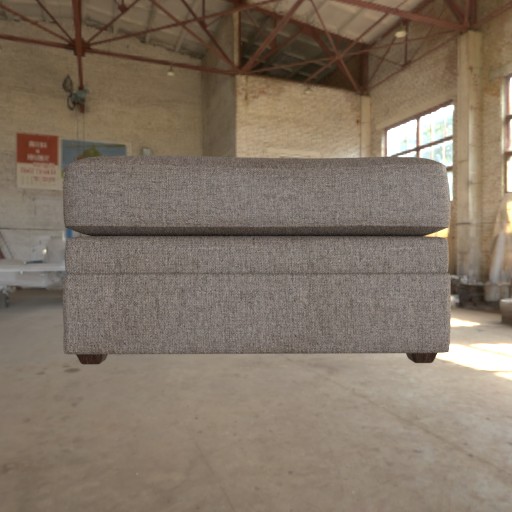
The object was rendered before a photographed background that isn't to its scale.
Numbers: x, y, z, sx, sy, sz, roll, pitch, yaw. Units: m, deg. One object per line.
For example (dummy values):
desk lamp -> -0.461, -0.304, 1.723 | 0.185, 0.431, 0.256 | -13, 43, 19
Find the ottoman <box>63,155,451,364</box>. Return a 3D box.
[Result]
ottoman -> 0.000, 0.000, 1.259 | 0.885, 0.478, 0.637 | 0, 0, -1
